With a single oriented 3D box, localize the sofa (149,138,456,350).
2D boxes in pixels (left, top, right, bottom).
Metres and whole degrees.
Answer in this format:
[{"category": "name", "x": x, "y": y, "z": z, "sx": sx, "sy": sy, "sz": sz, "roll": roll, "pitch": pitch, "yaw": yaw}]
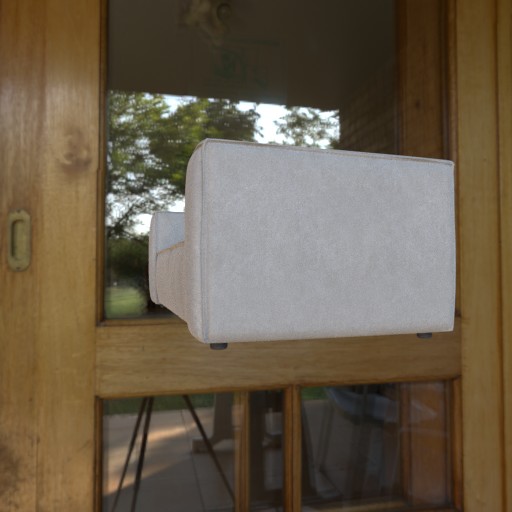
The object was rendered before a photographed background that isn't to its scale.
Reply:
[{"category": "sofa", "x": 0.000, "y": 0.000, "z": 2.449, "sx": 1.038, "sy": 0.680, "sz": 1.995, "roll": 1, "pitch": -2, "yaw": -17}]
